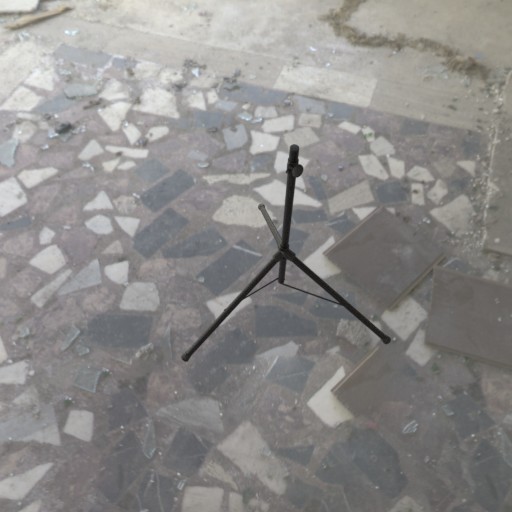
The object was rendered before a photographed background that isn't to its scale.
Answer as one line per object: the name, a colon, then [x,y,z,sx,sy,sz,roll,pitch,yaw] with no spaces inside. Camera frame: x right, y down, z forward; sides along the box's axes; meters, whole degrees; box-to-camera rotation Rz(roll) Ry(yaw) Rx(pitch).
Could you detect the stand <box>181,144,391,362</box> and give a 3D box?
stand: [0.000,0.000,2.756,1.339,1.595,1.596,-31,63,-18]
